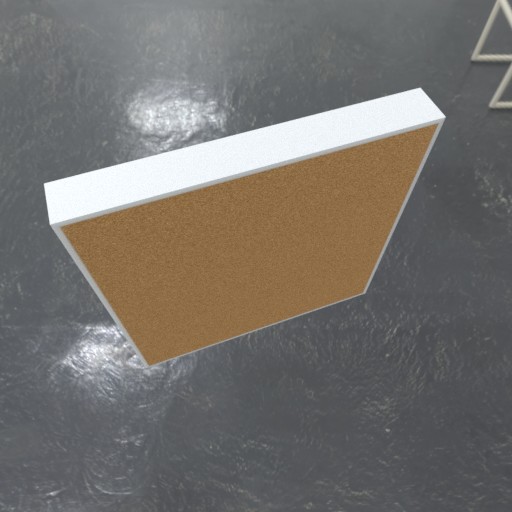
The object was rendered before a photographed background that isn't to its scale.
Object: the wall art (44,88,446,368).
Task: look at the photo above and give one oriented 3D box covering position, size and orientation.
[{"bbox_3d":[0.000,0.000,0.461,0.305,0.304,0.038,-17,60,-10],"label":"wall art"}]
